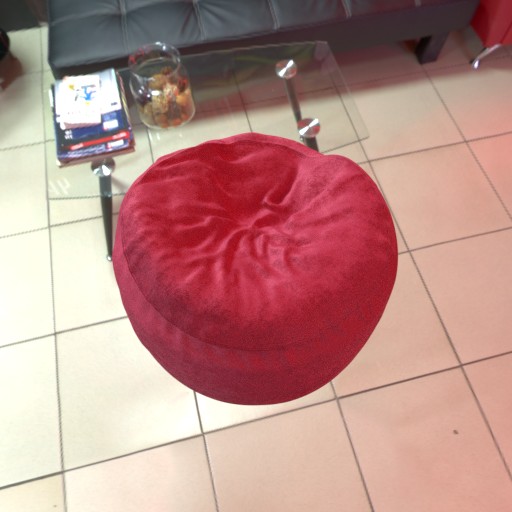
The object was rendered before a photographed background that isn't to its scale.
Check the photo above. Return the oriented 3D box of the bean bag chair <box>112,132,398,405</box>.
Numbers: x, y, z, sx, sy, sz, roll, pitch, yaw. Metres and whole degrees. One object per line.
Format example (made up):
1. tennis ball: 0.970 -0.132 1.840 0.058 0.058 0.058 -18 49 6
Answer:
1. bean bag chair: 0.000 0.000 1.988 1.218 0.788 1.218 0 64 0
